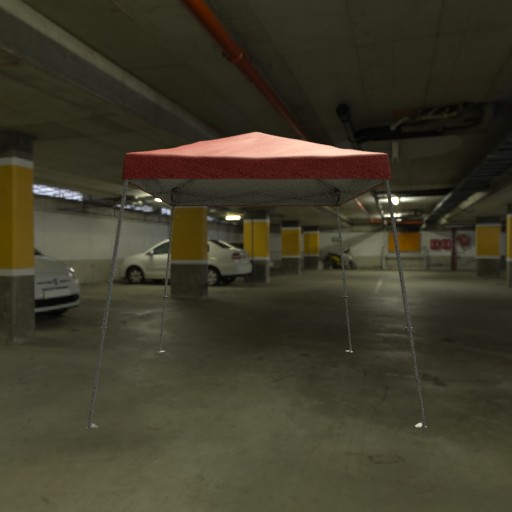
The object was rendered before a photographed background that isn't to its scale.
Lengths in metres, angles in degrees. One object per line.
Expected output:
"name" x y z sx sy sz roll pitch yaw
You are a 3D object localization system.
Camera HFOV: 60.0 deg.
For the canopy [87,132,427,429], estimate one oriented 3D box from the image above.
"canopy" 0.000 0.000 5.114 2.848 2.849 2.849 0 1 0
